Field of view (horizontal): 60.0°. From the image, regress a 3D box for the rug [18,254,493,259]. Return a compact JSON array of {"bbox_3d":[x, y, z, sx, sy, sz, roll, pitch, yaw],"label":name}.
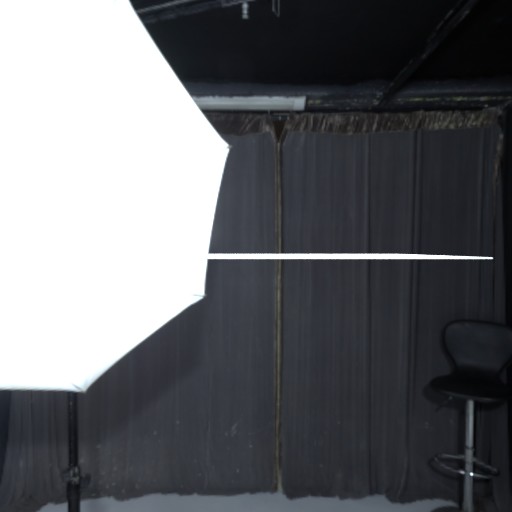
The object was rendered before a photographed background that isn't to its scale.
[{"bbox_3d":[0.000,0.000,3.030,2.457,0.009,1.512,0,1,0],"label":"rug"}]
